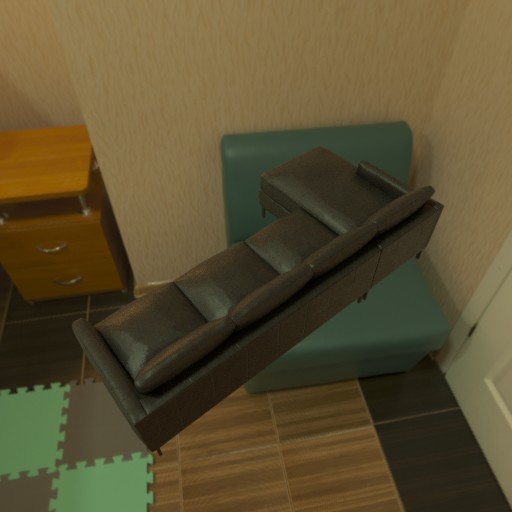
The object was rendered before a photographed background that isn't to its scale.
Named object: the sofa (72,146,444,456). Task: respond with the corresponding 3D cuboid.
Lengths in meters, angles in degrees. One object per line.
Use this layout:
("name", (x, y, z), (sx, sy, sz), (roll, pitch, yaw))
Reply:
("sofa", (0.000, 0.000, 3.683), (2.993, 0.859, 1.471), (-31, 55, -25))
